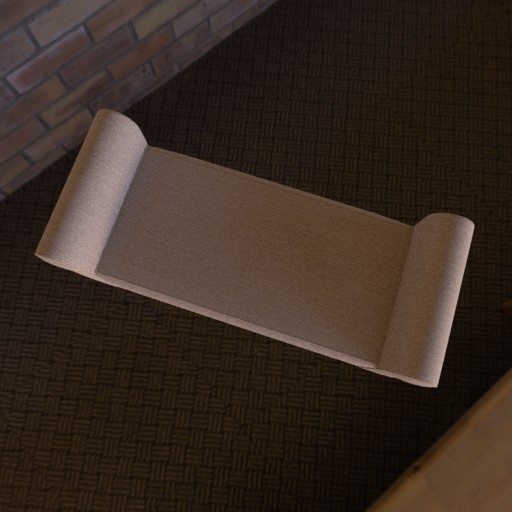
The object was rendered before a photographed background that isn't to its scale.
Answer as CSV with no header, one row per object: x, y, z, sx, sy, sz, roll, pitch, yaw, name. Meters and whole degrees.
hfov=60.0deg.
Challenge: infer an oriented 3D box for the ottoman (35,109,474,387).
0.000,0.000,1.573,1.256,0.547,0.521,18,78,4,ottoman
